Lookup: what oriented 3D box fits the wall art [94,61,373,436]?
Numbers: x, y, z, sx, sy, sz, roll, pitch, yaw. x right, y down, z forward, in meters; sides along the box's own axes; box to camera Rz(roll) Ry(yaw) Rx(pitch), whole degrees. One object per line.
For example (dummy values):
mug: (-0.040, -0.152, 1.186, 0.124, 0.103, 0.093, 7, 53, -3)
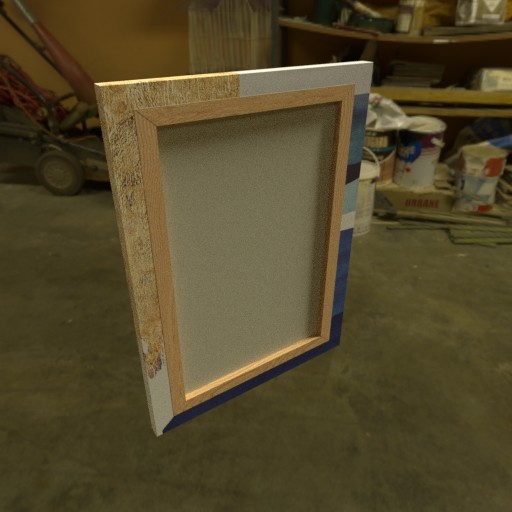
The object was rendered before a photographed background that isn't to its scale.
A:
wall art: (0.000, 0.000, 0.791, 0.458, 0.613, 0.026, -18, 34, -29)
